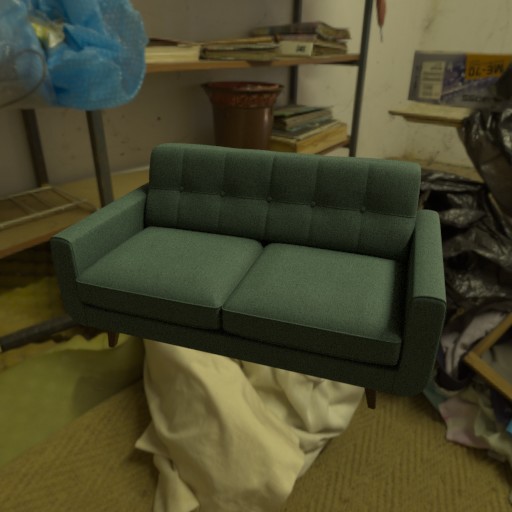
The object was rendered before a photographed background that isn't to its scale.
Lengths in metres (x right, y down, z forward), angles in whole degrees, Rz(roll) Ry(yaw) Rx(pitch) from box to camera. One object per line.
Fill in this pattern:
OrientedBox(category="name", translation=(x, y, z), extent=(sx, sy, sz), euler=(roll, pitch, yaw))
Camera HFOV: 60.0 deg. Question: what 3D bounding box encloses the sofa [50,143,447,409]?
OrientedBox(category="sofa", translation=(0.000, 0.000, 2.123), extent=(1.631, 0.841, 0.909), euler=(9, 28, 17))
